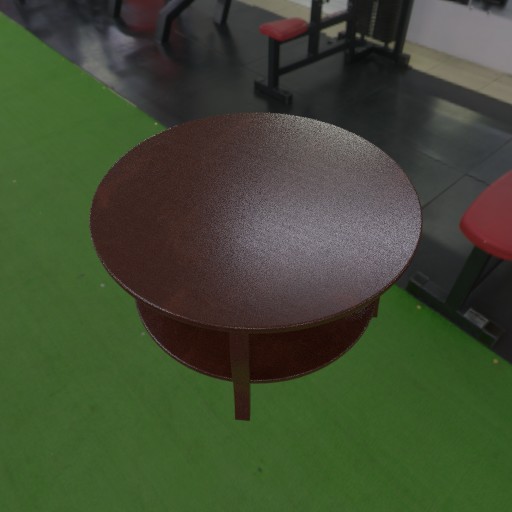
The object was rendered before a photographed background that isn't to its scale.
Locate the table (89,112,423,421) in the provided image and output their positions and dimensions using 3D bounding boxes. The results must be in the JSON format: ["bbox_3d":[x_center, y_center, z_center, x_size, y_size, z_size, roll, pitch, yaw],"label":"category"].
[{"bbox_3d":[0.000,0.000,1.433,0.911,0.512,0.911,0,46,0],"label":"table"}]
